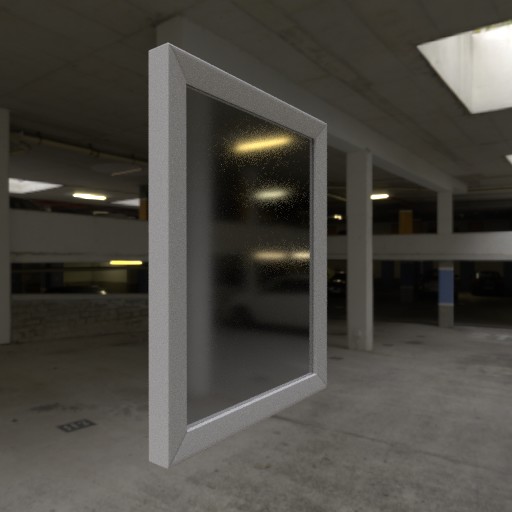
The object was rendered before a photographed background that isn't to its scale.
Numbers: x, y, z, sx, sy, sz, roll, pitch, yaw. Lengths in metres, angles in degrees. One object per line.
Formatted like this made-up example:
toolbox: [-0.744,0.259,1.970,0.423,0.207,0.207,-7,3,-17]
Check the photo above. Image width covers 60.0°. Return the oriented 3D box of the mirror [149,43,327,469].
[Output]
mirror: [0.000,0.000,0.702,0.041,0.508,0.405,0,0,36]
